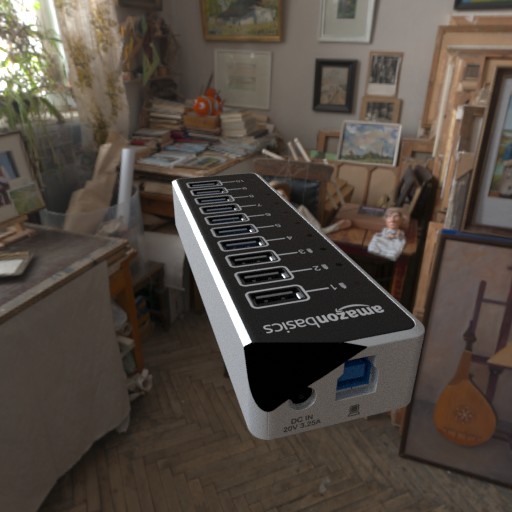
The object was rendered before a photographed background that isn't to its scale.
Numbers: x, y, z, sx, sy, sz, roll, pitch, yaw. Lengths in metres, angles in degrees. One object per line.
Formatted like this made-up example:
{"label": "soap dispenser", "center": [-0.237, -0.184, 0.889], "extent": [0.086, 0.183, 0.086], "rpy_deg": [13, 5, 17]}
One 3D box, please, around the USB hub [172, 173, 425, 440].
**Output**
{"label": "USB hub", "center": [0.000, 0.000, 0.166], "extent": [0.044, 0.023, 0.145], "rpy_deg": [-7, 27, -15]}
